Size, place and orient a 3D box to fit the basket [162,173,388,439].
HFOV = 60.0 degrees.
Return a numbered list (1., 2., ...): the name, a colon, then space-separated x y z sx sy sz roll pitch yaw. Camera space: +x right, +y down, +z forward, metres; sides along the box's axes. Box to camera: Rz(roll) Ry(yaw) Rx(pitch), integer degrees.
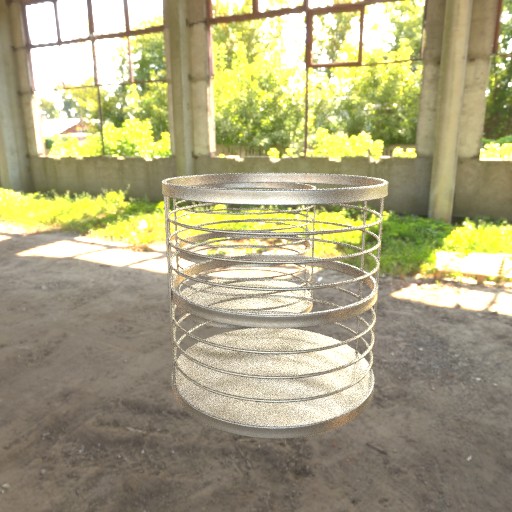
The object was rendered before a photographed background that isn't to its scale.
1. basket: 0.000 0.000 0.945 0.356 0.351 0.746 -2 14 -8
